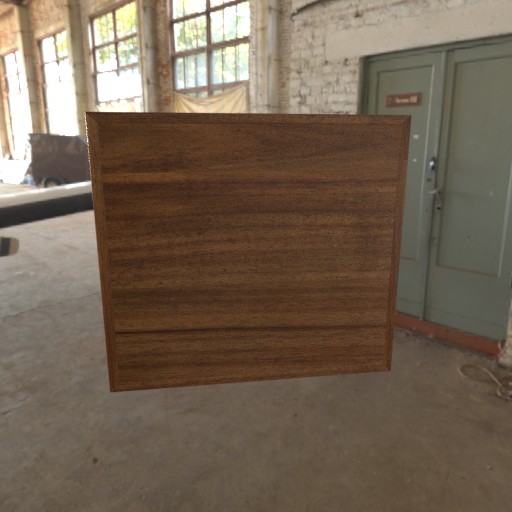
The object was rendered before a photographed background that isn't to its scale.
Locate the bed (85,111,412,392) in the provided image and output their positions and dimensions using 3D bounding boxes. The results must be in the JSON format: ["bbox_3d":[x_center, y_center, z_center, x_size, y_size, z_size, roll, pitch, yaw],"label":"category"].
[{"bbox_3d":[0.000,0.000,1.535,1.041,0.940,0.043,-2,14,-8],"label":"bed"}]
